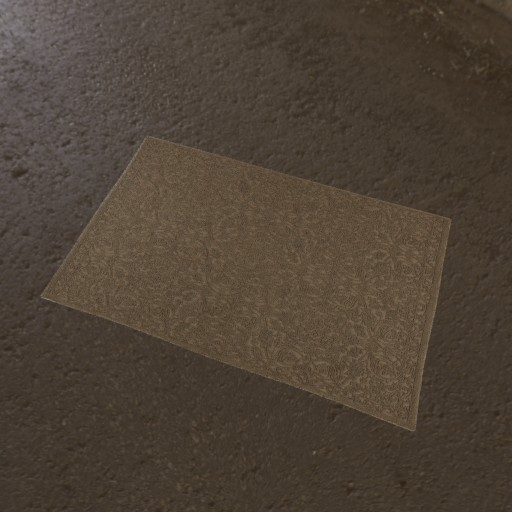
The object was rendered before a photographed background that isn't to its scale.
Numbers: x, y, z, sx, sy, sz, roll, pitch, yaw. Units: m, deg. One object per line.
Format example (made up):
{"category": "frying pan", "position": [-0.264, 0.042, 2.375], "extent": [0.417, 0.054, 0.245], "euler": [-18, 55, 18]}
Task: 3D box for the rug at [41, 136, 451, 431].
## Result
{"category": "rug", "position": [0.000, 0.000, 3.030], "extent": [2.435, 0.012, 1.529], "euler": [17, 61, 10]}
